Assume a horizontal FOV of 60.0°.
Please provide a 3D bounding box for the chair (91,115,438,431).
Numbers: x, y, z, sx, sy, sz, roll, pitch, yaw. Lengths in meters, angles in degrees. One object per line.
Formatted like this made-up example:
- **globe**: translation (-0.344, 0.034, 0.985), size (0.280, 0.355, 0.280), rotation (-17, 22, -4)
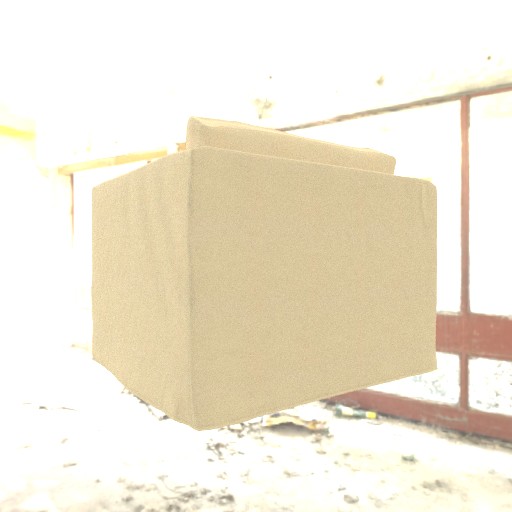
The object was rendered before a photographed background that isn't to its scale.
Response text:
- **chair**: translation (0.000, 0.000, 1.738), size (1.057, 0.851, 0.947), rotation (-1, 1, -35)
